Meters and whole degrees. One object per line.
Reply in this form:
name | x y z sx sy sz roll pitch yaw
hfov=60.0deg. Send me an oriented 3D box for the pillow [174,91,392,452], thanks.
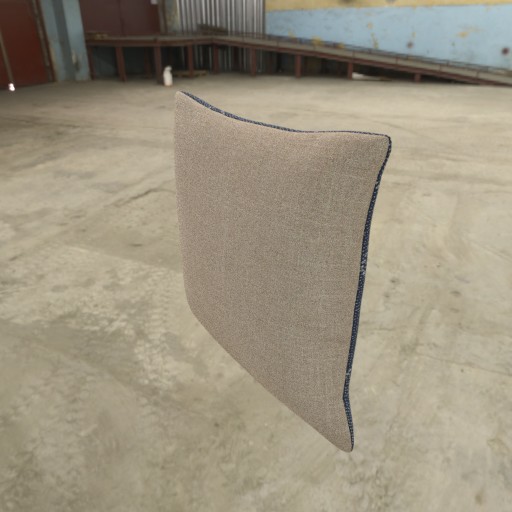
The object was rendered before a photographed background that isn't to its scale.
pillow | 0.000 0.000 0.662 0.148 0.428 0.435 -18 32 -31
